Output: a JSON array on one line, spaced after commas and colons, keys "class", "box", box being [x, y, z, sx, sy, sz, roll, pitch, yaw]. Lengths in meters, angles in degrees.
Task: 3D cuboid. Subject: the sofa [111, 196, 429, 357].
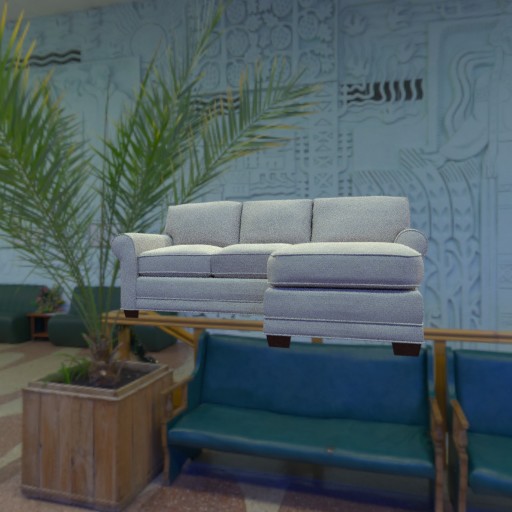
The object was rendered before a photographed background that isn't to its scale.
[{"class": "sofa", "box": [0.000, 0.000, 2.436, 1.770, 0.734, 1.226, 0, 1, 18]}]
